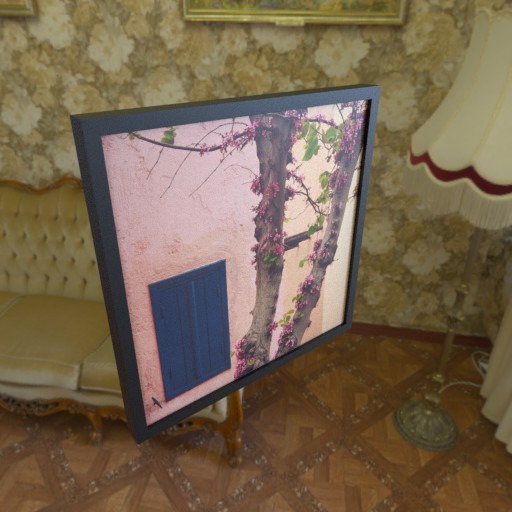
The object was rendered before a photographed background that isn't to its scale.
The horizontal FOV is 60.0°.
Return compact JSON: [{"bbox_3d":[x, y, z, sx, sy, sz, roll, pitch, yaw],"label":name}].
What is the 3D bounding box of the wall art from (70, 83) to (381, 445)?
[{"bbox_3d":[0.000,0.000,0.747,0.508,0.508,0.038,-20,33,-33],"label":"wall art"}]
